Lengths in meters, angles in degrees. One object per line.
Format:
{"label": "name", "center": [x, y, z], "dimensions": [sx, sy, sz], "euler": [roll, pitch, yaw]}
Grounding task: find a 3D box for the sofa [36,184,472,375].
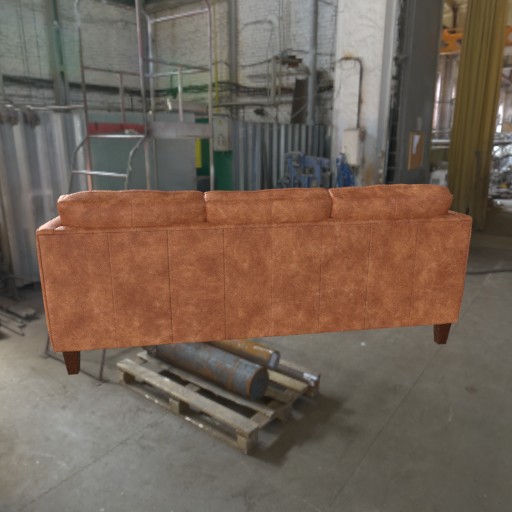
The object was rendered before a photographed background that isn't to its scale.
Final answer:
{"label": "sofa", "center": [0.000, 0.000, 2.991], "dimensions": [2.464, 1.006, 1.045], "euler": [-2, 15, -9]}
